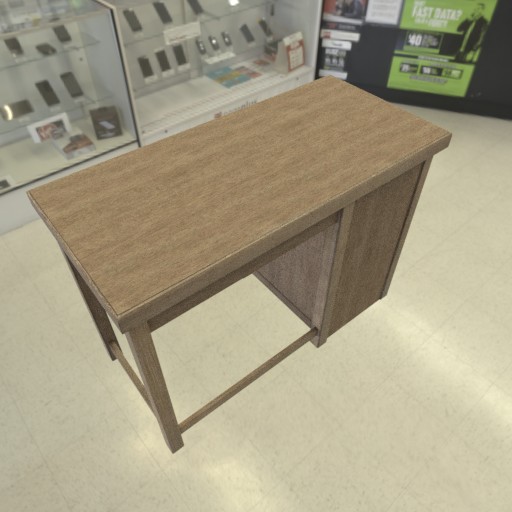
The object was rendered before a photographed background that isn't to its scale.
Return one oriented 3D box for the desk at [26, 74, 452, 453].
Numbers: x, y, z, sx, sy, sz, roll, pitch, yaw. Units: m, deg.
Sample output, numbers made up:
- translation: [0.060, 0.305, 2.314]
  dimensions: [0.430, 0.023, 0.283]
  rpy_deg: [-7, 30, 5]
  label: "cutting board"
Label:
- translation: [0.000, 0.000, 1.772]
  dimensions: [1.289, 0.912, 0.610]
  rpy_deg: [-30, 53, -26]
  label: "desk"
